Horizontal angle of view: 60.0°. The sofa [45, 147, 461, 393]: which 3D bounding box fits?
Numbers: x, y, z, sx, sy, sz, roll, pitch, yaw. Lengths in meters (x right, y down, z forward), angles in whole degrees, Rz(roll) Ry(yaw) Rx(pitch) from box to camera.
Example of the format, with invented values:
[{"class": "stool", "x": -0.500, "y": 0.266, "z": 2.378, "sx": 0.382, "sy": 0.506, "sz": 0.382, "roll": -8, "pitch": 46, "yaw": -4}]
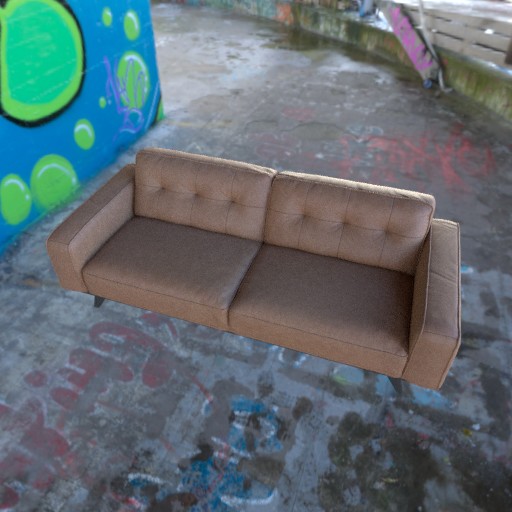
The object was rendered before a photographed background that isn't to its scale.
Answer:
[{"class": "sofa", "x": 0.000, "y": 0.000, "z": 2.684, "sx": 2.270, "sy": 0.780, "sz": 0.953, "roll": 13, "pitch": 43, "yaw": 14}]
